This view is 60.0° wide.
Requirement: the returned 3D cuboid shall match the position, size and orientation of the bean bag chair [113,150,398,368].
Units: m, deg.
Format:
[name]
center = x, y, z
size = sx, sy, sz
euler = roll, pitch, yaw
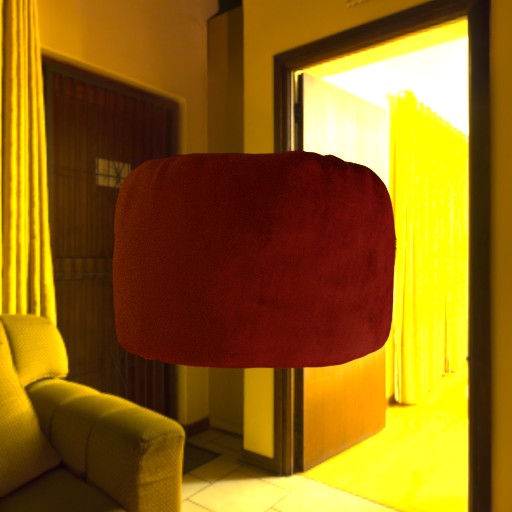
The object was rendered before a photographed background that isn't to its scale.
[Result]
[bean bag chair]
center = 0.000, 0.000, 1.984
size = 1.219, 0.762, 1.219
euler = 0, 0, 0
